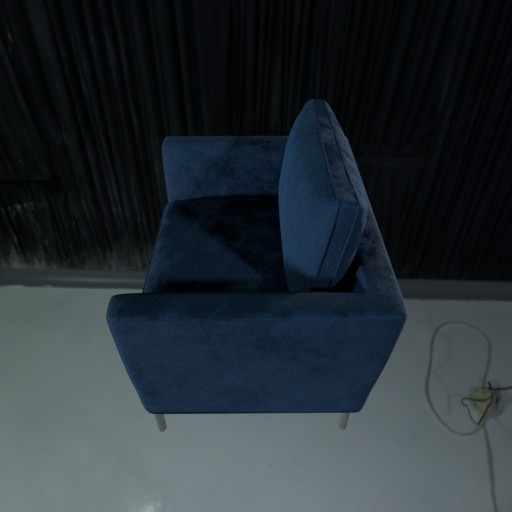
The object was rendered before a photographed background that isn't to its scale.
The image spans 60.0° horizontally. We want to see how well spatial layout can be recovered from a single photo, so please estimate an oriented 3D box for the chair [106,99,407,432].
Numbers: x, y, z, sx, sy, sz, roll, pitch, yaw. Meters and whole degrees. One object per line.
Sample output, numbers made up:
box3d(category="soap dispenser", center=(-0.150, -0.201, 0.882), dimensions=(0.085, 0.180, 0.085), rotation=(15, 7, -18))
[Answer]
box3d(category="chair", center=(0.000, 0.000, 1.572), dimensions=(0.746, 0.893, 0.977), rotation=(0, 41, 0))
